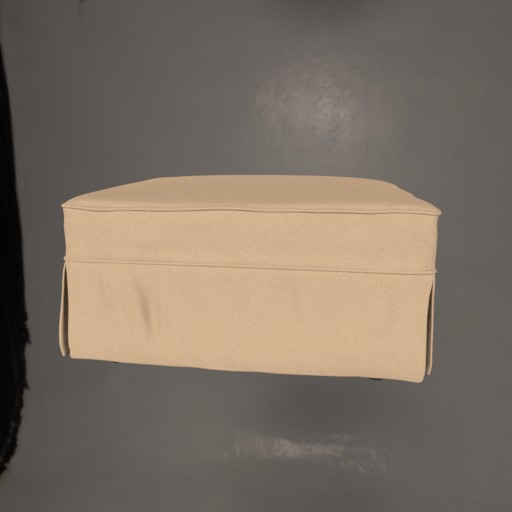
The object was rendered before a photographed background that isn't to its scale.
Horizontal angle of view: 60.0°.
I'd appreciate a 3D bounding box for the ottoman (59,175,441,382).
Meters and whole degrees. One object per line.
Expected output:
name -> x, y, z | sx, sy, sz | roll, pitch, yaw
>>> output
ottoman -> 0.000, 0.000, 1.370 | 0.959, 0.482, 0.721 | 2, 14, 8
